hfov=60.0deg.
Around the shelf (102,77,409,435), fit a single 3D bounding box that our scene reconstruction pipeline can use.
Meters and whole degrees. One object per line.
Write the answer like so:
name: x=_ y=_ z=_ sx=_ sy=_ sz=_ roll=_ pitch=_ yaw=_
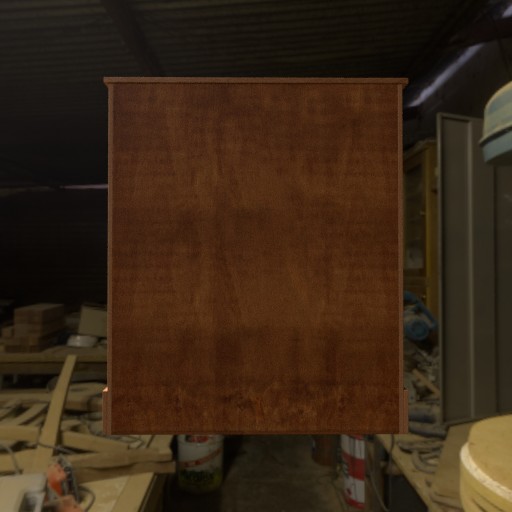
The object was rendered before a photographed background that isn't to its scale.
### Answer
shelf: x=0.000 y=0.000 z=1.361 sx=0.840 sy=0.980 sz=0.291 roll=0 pitch=-1 yaw=0
